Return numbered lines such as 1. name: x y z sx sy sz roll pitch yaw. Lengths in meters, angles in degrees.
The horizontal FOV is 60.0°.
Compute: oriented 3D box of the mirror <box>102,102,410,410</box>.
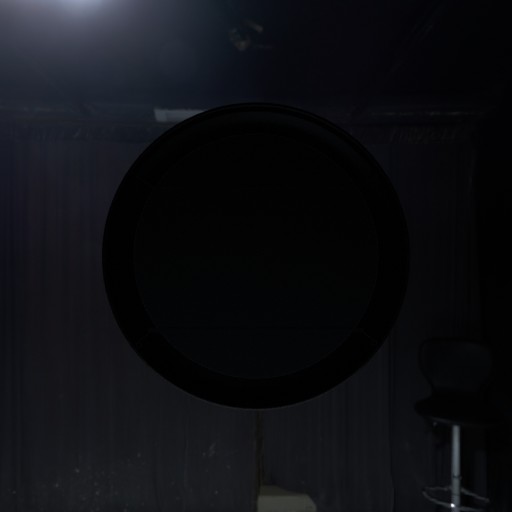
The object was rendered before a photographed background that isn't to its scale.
1. mirror: 0.000 0.000 1.356 0.907 0.907 0.111 0 -1 0
